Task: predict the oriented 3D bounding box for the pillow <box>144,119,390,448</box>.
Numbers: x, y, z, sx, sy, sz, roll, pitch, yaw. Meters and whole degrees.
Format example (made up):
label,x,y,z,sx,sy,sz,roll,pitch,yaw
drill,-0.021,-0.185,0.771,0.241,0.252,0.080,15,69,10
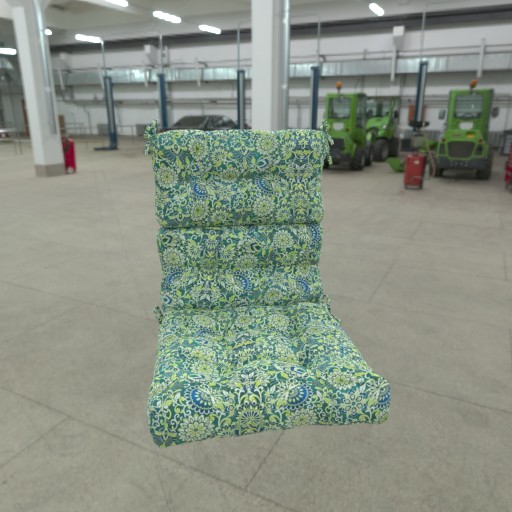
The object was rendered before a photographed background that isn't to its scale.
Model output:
label,x,y,z,sx,sy,sz,roll,pitch,yaw
pillow,0.000,0.000,1.032,0.519,0.605,0.571,-3,18,-8
